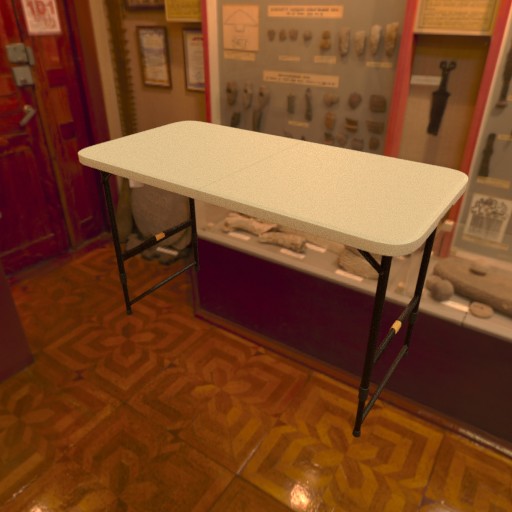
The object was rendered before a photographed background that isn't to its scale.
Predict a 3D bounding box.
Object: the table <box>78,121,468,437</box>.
[{"bbox_3d":[0.000,0.000,1.666,1.245,0.737,0.611,20,36,30],"label":"table"}]
